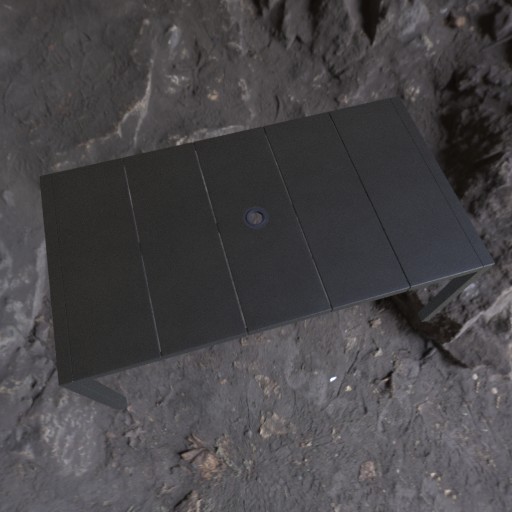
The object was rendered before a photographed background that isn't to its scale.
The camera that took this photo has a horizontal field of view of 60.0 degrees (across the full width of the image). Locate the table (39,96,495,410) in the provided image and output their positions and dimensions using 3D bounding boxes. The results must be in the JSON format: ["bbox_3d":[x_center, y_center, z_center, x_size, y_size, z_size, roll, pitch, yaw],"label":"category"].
[{"bbox_3d":[0.000,0.000,2.146,1.680,0.735,0.914,-15,65,-7],"label":"table"}]
